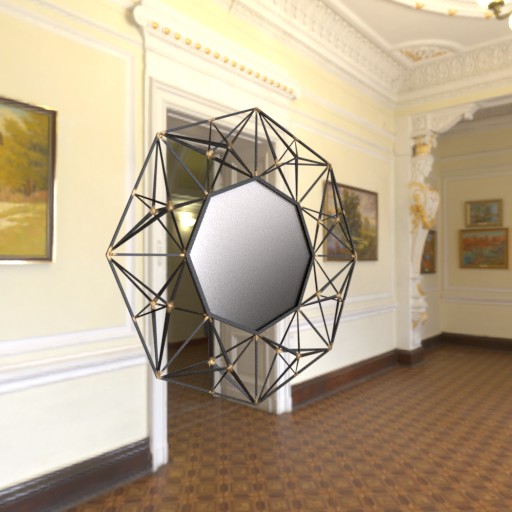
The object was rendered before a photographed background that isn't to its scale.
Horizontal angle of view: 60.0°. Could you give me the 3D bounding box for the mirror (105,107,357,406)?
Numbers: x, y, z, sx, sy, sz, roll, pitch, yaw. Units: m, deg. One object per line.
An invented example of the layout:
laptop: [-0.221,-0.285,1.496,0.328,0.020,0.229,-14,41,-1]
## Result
mirror: [0.000,0.000,1.055,0.710,0.710,0.094,0,-1,-36]
